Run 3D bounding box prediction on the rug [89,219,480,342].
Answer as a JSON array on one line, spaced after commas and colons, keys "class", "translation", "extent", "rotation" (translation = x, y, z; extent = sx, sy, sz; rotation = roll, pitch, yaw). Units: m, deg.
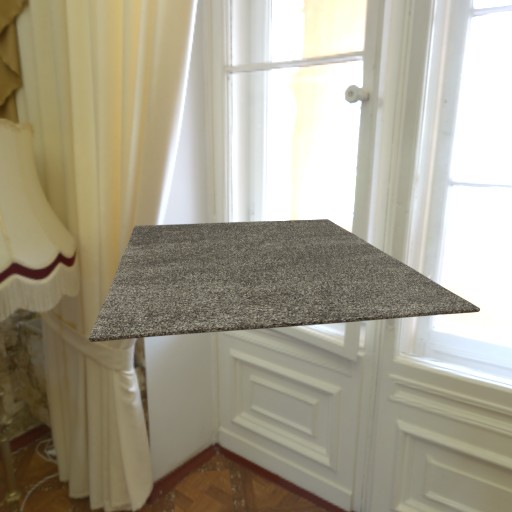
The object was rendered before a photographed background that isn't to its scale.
[{"class": "rug", "translation": [0.000, 0.000, 4.053], "extent": [2.401, 0.025, 3.000], "rotation": [-3, 16, -10]}]
